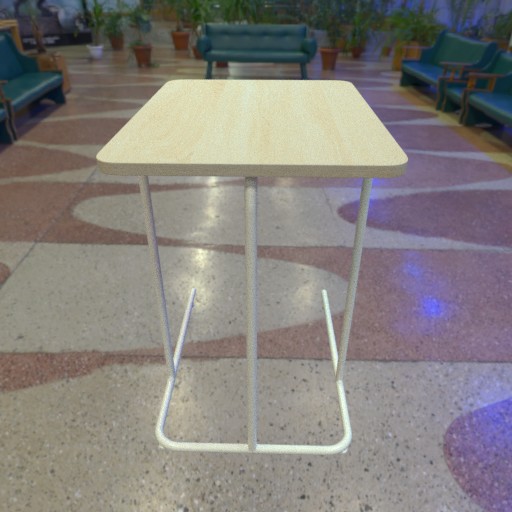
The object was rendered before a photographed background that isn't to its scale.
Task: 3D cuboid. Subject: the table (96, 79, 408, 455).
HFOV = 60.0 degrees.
[{"bbox_3d":[0.000,0.000,0.852,0.370,0.550,0.480,1,32,1],"label":"table"}]
